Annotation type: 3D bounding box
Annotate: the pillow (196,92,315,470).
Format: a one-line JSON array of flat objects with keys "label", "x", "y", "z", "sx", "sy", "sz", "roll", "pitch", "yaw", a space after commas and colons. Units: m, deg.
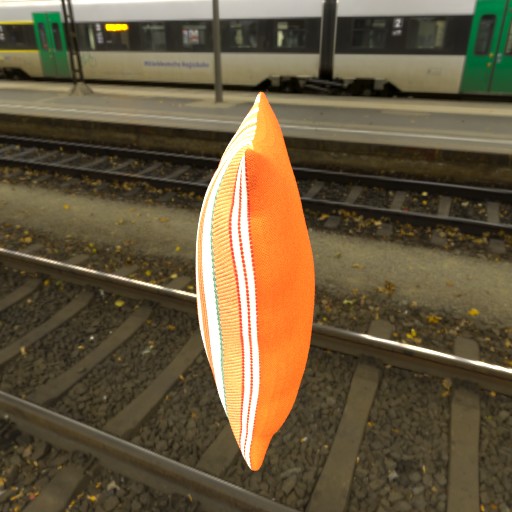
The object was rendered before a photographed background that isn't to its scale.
[{"label": "pillow", "x": 0.000, "y": 0.000, "z": 0.691, "sx": 0.182, "sy": 0.441, "sz": 0.440, "roll": 1, "pitch": 26, "yaw": 2}]
